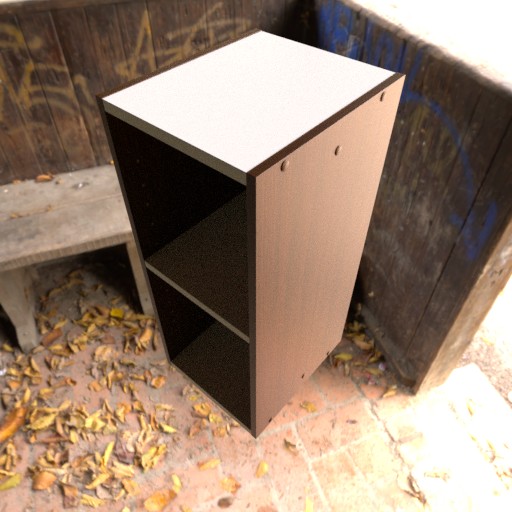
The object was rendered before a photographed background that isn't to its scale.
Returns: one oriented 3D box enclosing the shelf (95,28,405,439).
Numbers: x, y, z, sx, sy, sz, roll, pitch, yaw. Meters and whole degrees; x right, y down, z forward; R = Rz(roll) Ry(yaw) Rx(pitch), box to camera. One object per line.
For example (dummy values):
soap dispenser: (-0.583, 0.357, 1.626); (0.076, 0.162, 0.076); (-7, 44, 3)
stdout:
shelf: (0.000, 0.000, 0.756); (0.253, 0.600, 0.290); (32, 54, 27)
